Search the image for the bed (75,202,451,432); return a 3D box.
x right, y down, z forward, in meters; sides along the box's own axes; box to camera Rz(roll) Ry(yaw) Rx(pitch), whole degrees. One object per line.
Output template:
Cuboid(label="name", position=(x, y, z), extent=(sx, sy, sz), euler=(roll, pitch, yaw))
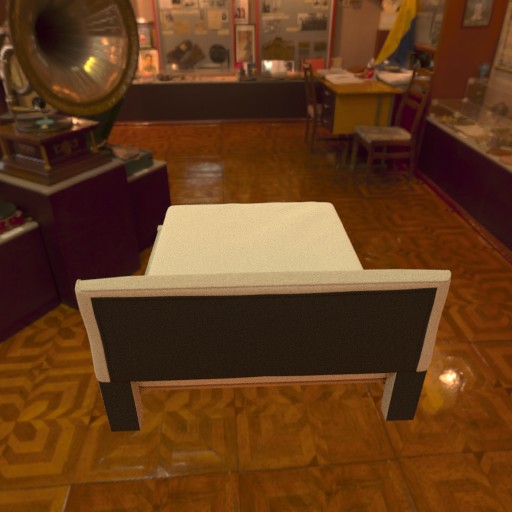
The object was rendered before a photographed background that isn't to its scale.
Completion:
Cuboid(label="bed", position=(0.000, 0.000, 3.573), extent=(1.980, 1.126, 2.498), euler=(-1, 31, -2))
